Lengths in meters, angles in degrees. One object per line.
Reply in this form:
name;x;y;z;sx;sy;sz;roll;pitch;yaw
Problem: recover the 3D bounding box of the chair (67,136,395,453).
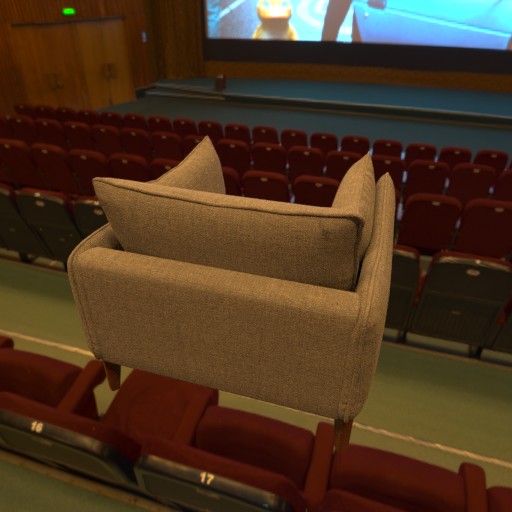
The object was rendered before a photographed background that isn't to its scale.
chair;0.000;0.000;1.702;0.993;0.839;0.976;9;34;15
